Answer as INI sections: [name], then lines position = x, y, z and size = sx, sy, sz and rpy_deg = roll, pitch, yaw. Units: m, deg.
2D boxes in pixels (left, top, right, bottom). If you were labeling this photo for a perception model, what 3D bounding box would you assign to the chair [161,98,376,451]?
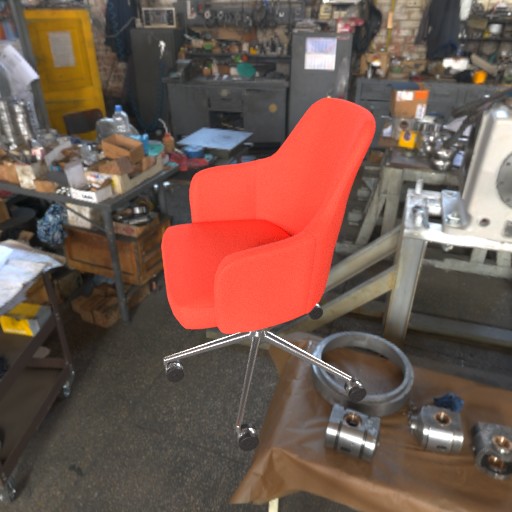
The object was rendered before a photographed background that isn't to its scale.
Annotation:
[chair]
position = 0.000, 0.000, 1.282
size = 0.600, 0.820, 0.655
rpy_deg = -7, 31, -12
